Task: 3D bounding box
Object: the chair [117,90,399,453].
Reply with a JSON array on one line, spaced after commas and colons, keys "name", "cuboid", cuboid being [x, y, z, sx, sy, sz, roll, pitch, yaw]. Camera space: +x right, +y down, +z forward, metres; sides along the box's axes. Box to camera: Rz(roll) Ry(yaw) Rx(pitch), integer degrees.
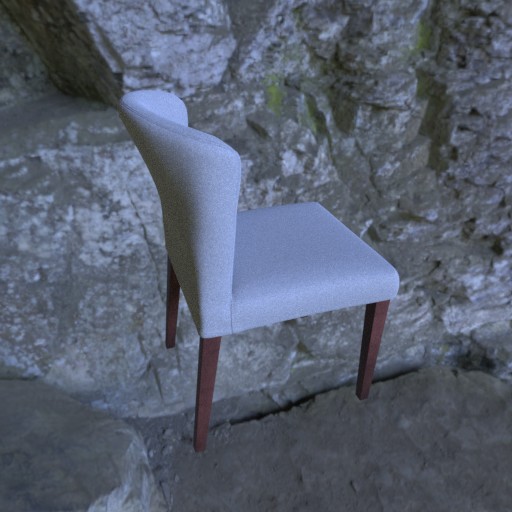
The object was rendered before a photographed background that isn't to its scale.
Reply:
[{"name": "chair", "cuboid": [0.000, 0.000, 1.182, 0.592, 0.839, 0.491, -10, 32, -17]}]
